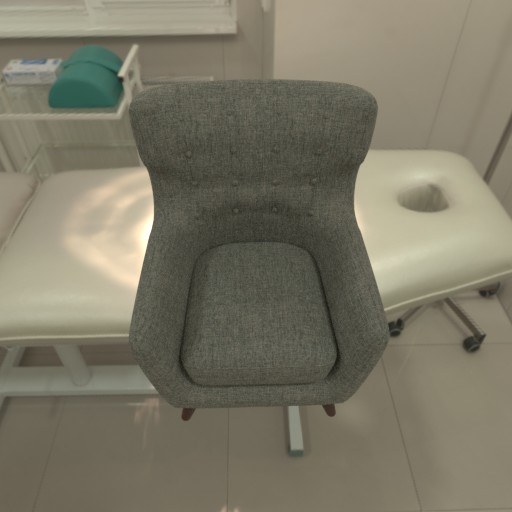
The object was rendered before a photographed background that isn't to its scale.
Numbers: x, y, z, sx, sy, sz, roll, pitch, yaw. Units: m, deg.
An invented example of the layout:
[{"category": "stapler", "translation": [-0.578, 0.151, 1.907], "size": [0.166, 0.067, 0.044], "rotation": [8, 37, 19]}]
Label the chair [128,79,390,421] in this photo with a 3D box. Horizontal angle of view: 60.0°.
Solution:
[{"category": "chair", "translation": [0.000, 0.000, 1.729], "size": [0.878, 1.063, 0.904], "rotation": [-1, 45, -1]}]
